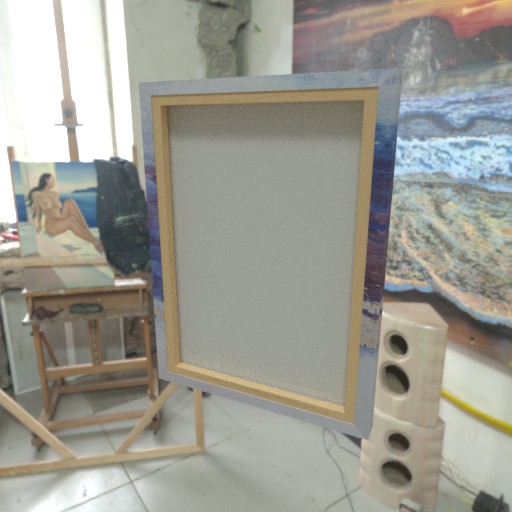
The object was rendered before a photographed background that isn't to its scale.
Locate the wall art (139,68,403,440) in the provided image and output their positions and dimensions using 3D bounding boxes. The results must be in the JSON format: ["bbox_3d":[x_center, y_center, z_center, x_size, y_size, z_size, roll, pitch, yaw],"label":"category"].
[{"bbox_3d":[0.000,0.000,0.773,0.437,0.581,0.036,8,18,25],"label":"wall art"}]
